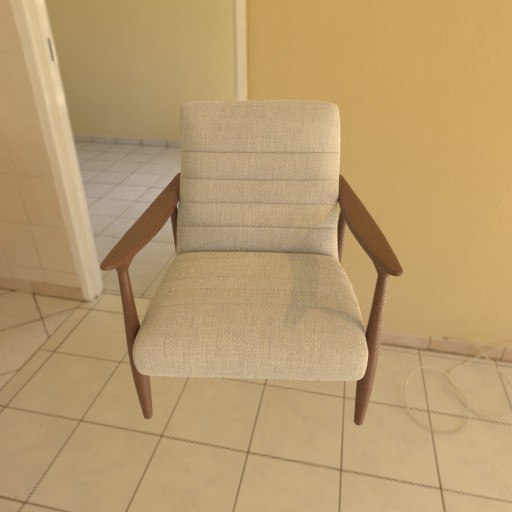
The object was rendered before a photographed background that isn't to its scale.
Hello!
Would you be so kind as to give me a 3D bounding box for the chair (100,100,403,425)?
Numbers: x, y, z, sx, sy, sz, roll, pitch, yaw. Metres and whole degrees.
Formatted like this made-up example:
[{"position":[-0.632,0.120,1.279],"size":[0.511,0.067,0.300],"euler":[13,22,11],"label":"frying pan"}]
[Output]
[{"position":[0.000,0.000,1.430],"size":[0.741,0.832,0.798],"euler":[1,30,2],"label":"chair"}]
